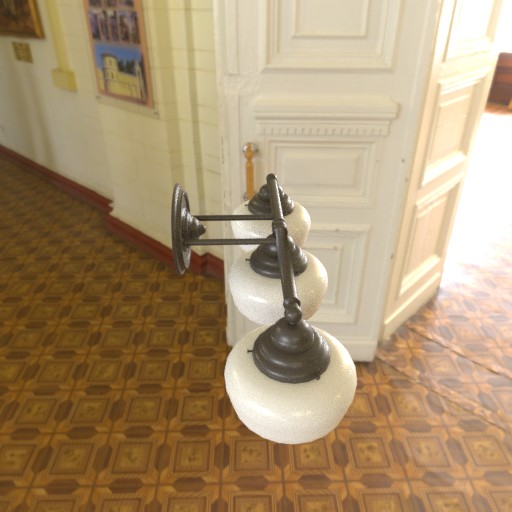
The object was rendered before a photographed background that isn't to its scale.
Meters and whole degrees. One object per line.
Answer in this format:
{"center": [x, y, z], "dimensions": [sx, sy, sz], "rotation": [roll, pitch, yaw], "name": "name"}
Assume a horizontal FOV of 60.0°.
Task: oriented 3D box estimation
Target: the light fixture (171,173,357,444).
{"center": [0.000, 0.000, 0.714], "dimensions": [0.239, 0.242, 0.587], "rotation": [-1, 31, -1], "name": "light fixture"}
